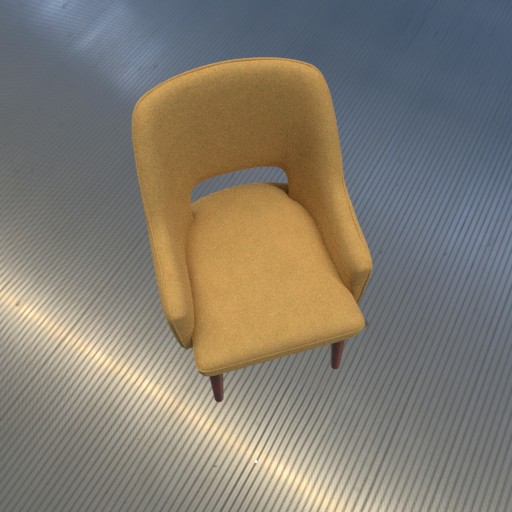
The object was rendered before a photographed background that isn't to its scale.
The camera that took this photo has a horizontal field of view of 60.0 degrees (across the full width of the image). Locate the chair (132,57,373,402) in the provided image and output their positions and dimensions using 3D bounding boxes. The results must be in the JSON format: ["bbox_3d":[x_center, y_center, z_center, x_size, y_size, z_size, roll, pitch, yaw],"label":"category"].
[{"bbox_3d":[0.000,0.000,1.253,0.548,0.849,0.605,-14,66,-6],"label":"chair"}]
